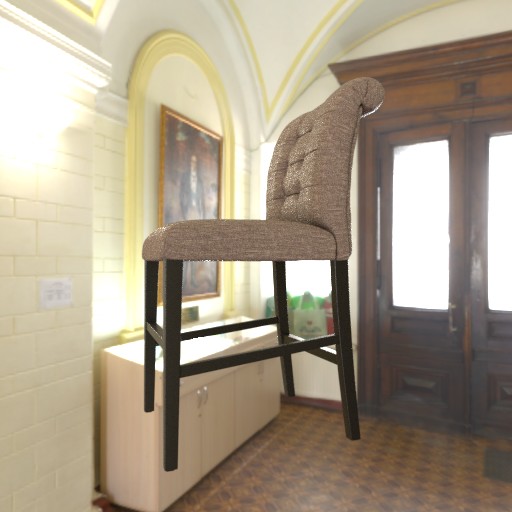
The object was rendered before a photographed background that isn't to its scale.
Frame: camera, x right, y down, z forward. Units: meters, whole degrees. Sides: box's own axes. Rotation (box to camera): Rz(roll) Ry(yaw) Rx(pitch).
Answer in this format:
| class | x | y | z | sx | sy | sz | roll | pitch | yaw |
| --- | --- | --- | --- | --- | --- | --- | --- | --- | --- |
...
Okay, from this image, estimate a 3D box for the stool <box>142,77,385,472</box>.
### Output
| class | x | y | z | sx | sy | sz | roll | pitch | yaw |
| --- | --- | --- | --- | --- | --- | --- | --- | --- | --- |
| stool | 0.000 | 0.000 | 1.296 | 0.611 | 0.970 | 0.457 | 0 | -1 | -20 |
